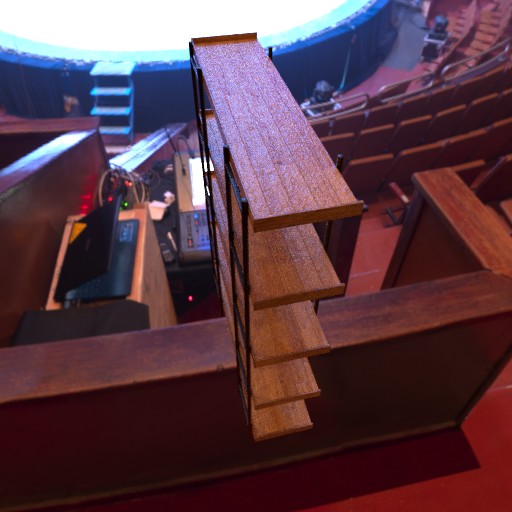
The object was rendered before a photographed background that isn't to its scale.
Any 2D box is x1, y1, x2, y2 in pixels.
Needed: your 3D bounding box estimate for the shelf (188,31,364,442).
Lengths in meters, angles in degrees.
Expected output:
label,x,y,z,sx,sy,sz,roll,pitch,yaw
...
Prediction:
label,x,y,z,sx,sy,sz,roll,pitch,yaw
shelf,0.000,0.000,2.407,0.379,1.826,1.371,-10,48,-9
